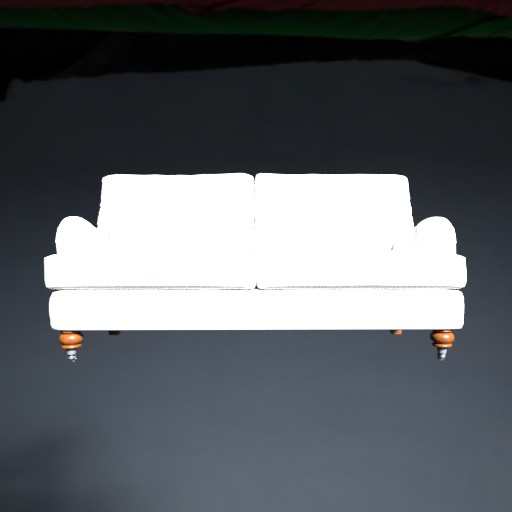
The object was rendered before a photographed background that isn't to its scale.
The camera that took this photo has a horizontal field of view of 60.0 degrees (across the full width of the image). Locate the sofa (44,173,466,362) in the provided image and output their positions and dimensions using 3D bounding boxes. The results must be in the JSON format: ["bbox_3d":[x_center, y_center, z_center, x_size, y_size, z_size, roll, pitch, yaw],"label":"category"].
[{"bbox_3d":[0.000,0.000,2.708,2.159,1.087,1.086,0,1,-1],"label":"sofa"}]
